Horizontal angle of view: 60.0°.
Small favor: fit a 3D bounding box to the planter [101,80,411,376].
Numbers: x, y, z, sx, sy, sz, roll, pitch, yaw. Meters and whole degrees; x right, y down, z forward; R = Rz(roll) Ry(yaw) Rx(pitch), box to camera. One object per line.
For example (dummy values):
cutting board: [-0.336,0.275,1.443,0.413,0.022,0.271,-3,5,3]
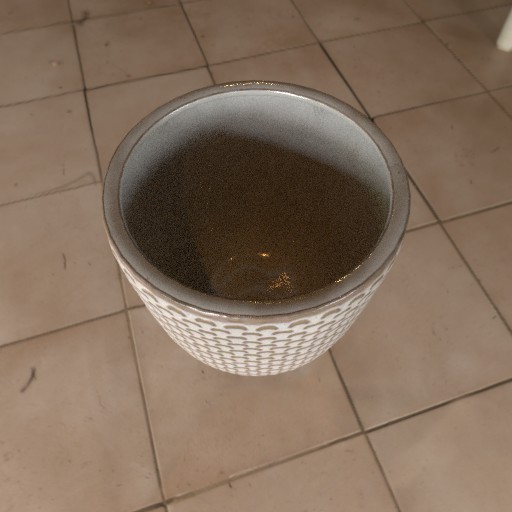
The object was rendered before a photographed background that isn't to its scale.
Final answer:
planter: [0.000,0.000,0.361,0.197,0.191,0.197,0,58,0]
